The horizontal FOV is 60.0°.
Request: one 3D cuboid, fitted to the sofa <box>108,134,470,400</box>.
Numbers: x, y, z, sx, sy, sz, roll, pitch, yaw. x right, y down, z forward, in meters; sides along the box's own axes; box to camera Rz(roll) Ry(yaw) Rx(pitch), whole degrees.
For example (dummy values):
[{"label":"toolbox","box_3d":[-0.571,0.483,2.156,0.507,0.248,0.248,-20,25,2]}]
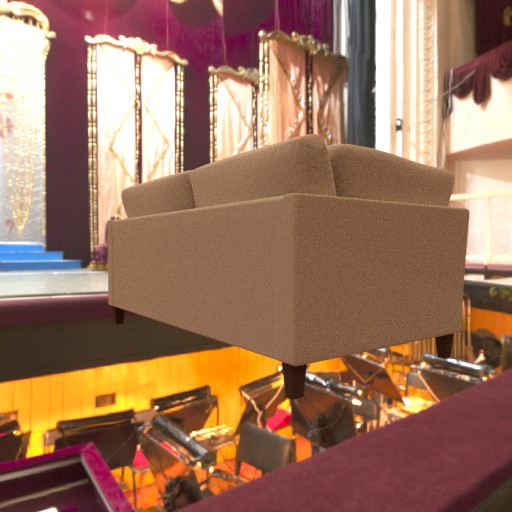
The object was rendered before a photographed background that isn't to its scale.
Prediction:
[{"label":"sofa","box_3d":[0.000,0.000,2.275,0.970,0.836,1.776,-1,1,-36]}]
